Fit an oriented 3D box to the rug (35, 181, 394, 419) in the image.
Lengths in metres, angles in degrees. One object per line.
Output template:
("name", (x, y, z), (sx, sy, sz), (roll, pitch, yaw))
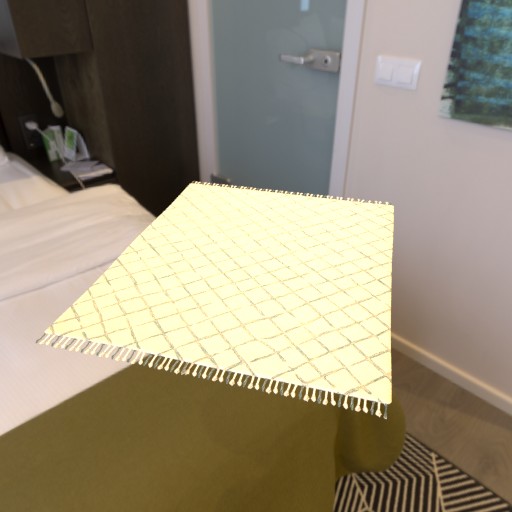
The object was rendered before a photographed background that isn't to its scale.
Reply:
("rug", (0.000, 0.000, 4.838), (2.892, 0.036, 3.585), (8, 33, 13))
